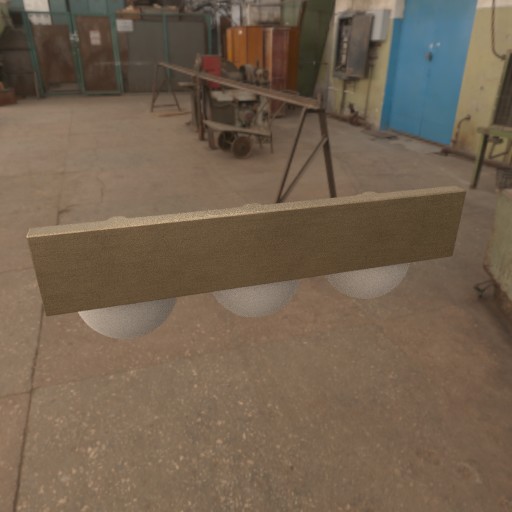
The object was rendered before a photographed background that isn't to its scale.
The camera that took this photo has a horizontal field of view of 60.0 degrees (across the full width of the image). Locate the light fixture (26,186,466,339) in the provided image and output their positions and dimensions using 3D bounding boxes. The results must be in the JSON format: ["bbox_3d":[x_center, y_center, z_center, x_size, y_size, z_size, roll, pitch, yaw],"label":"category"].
[{"bbox_3d":[0.000,0.000,0.849,0.721,0.263,0.218,-7,27,-15],"label":"light fixture"}]
